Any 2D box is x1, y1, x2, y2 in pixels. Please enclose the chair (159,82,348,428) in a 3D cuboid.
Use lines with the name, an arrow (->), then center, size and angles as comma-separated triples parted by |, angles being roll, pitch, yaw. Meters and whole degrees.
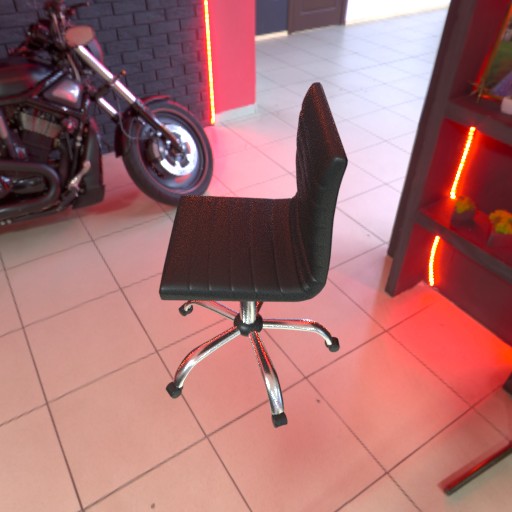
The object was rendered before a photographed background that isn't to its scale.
chair -> 0.000, 0.000, 1.167 | 0.530, 0.780, 0.556 | 0, 40, 0
